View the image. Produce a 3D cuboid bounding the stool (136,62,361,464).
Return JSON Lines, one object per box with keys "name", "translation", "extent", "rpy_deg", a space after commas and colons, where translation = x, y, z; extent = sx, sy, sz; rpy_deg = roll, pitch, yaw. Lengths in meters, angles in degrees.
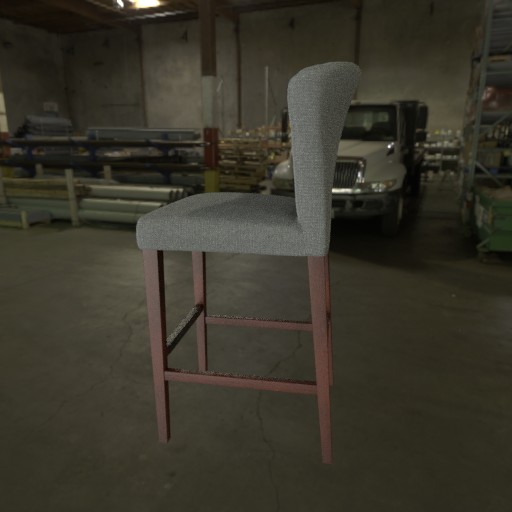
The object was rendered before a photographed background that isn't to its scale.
{"name": "stool", "translation": [0.000, 0.000, 1.359], "extent": [0.568, 1.069, 0.486], "rpy_deg": [3, 15, 10]}
